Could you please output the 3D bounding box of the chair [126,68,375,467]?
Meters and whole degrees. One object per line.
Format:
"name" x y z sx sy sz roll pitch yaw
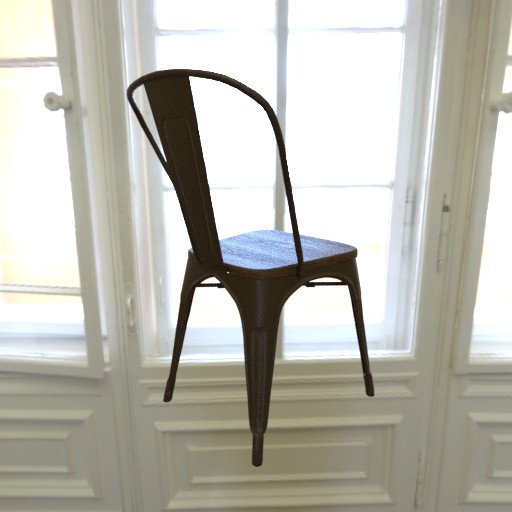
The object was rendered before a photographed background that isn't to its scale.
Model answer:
"chair" 0.000 0.000 1.145 0.451 0.844 0.532 14 21 43
